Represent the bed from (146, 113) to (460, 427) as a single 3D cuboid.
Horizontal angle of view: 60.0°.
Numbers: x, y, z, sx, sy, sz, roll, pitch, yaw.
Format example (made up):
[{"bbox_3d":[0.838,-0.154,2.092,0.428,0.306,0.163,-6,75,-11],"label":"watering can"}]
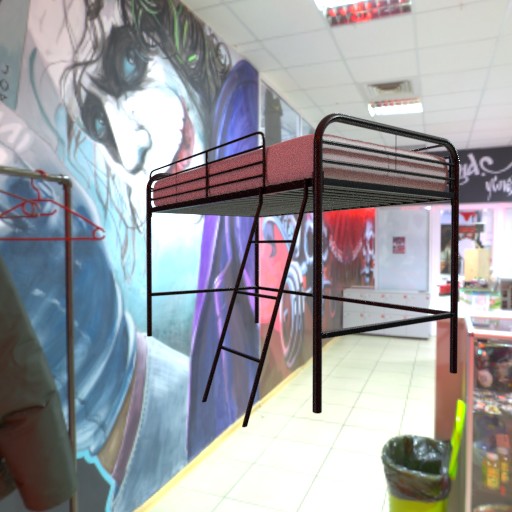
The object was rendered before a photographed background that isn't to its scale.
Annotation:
[{"bbox_3d":[0.000,0.000,2.869,1.393,1.289,1.968,-1,2,-35],"label":"bed"}]
